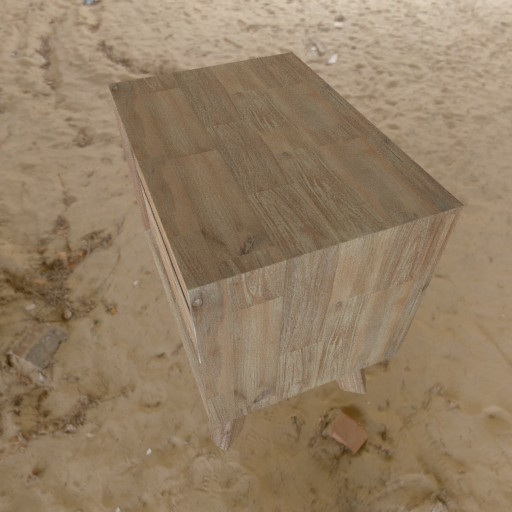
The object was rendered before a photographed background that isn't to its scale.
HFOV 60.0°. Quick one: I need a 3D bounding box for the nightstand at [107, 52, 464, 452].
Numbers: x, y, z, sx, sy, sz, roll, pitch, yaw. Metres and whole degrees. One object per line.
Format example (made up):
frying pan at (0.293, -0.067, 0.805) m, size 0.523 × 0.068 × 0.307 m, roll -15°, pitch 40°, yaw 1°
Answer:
nightstand at (0.000, 0.000, 0.949) m, size 0.396 × 0.589 × 0.552 m, roll -17°, pitch 49°, yaw -15°
